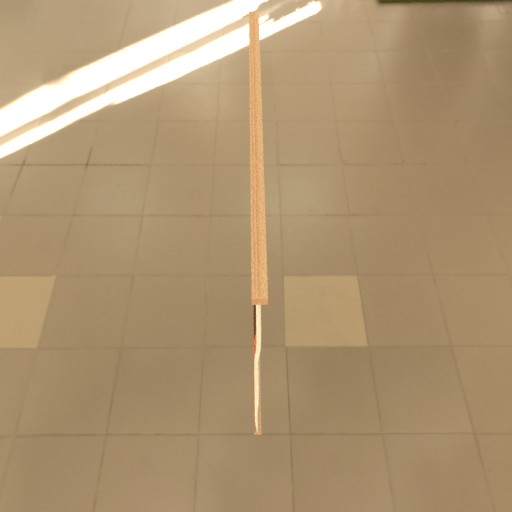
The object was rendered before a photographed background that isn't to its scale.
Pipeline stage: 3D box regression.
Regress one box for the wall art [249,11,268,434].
[{"bbox_3d":[0.000,0.000,0.662,0.013,0.508,0.406,-1,57,0],"label":"wall art"}]
